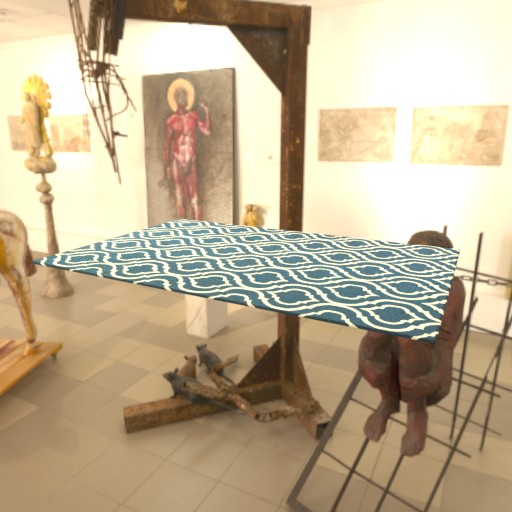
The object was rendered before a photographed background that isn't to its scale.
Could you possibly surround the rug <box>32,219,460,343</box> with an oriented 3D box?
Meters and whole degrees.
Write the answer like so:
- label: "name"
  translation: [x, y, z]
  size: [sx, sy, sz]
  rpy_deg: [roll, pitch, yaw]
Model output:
- label: "rug"
  translation: [0.000, 0.000, 2.152]
  size: [1.753, 0.010, 1.143]
  rpy_deg: [8, 18, 26]
